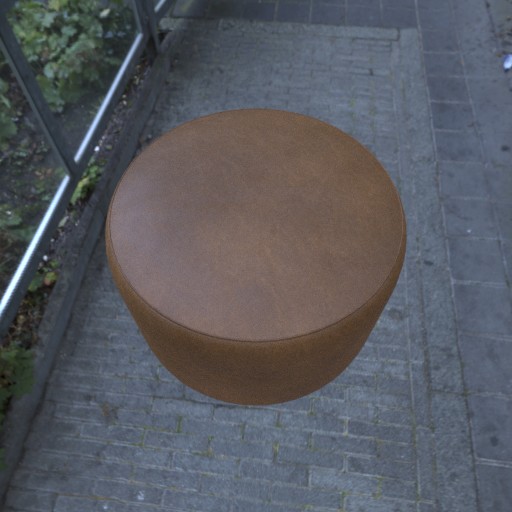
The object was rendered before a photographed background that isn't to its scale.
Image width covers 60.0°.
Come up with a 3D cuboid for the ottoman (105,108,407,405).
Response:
[{"bbox_3d":[0.000,0.000,1.025,0.607,0.438,0.607,0,57,0],"label":"ottoman"}]
